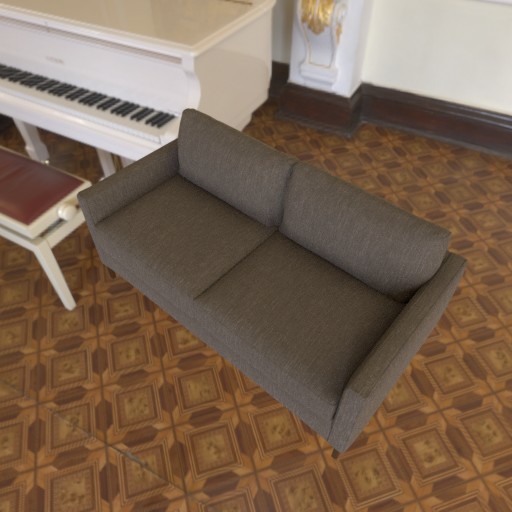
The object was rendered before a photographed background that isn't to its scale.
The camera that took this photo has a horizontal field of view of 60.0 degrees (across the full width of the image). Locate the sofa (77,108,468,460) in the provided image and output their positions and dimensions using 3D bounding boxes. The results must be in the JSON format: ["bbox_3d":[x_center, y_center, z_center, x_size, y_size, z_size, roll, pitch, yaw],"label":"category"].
[{"bbox_3d":[0.000,0.000,2.177,1.682,0.840,0.875,32,55,27],"label":"sofa"}]
